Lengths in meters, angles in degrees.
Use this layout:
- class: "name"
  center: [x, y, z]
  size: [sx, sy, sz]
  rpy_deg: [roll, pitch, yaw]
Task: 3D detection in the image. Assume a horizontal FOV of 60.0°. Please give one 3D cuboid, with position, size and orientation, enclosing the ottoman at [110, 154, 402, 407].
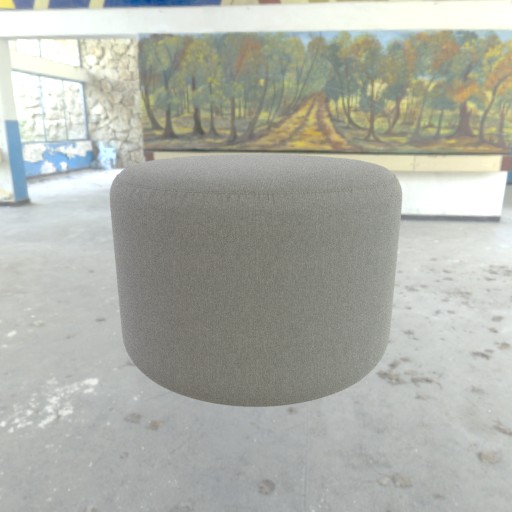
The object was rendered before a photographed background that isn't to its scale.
- class: "ottoman"
  center: [0.000, 0.000, 1.005]
  size: [0.608, 0.433, 0.608]
  rpy_deg: [0, 16, 0]
